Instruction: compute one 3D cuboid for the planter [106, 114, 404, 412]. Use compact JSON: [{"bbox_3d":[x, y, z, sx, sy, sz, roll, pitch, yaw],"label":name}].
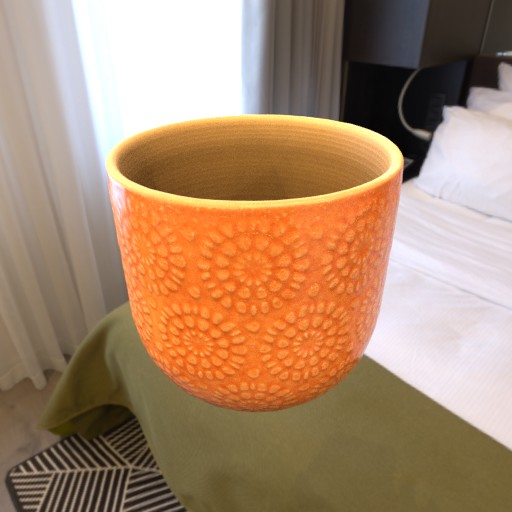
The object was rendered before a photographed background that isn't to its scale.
[{"bbox_3d":[0.000,0.000,0.289,0.170,0.152,0.170,0,30,0],"label":"planter"}]
